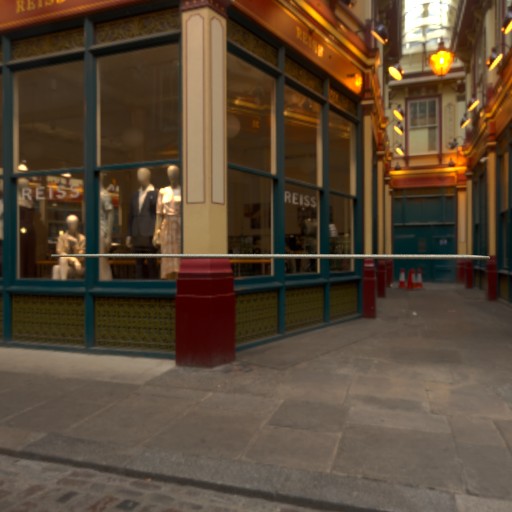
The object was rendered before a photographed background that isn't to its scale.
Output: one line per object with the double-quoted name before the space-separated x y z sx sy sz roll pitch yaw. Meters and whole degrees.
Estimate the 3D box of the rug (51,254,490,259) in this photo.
"rug" 0.000 0.000 2.547 2.297 0.013 0.661 0 1 18
